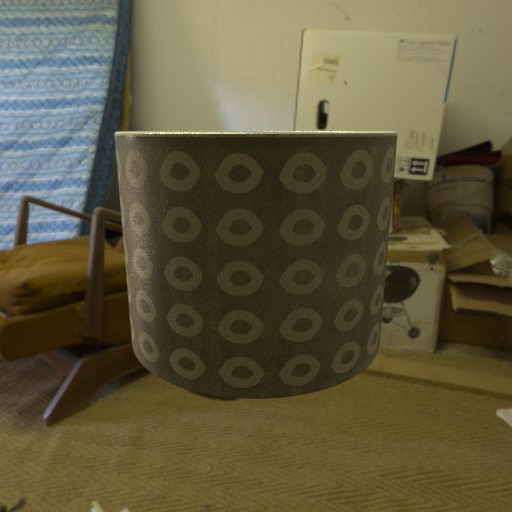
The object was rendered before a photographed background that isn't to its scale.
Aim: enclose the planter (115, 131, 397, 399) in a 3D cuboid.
[{"bbox_3d":[0.000,0.000,0.336,0.190,0.181,0.190,0,16,0],"label":"planter"}]
